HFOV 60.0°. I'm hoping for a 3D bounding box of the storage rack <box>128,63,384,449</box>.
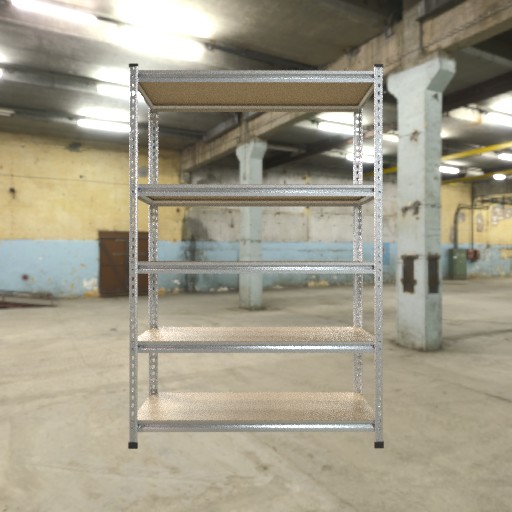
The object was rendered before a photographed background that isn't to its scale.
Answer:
[{"bbox_3d":[0.000,0.000,2.333,1.219,1.829,0.457,0,0,0],"label":"storage rack"}]
